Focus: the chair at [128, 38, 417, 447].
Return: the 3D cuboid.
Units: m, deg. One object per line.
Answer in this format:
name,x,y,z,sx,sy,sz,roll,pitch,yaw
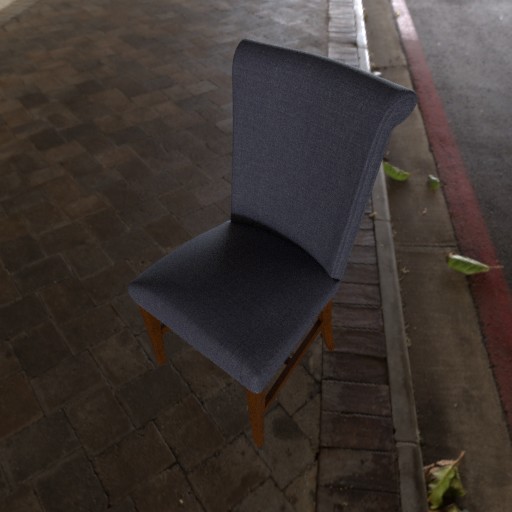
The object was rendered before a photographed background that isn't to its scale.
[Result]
chair,0.000,0.000,1.313,0.513,0.988,0.608,30,53,26
